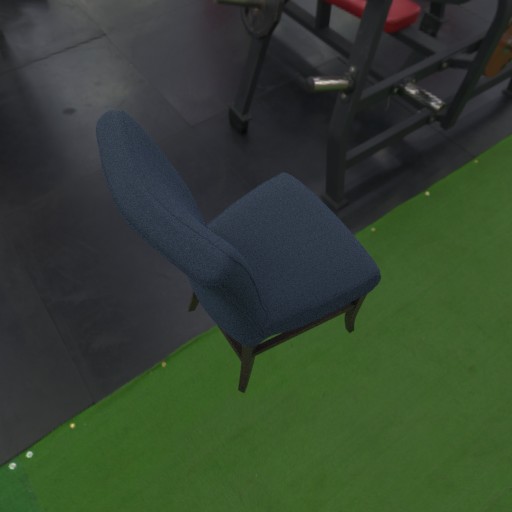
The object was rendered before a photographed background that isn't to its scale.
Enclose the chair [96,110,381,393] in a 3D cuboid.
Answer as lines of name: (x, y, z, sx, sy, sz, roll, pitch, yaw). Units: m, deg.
chair: (0.000, 0.000, 1.369, 0.660, 0.991, 0.520, -29, 62, -17)
